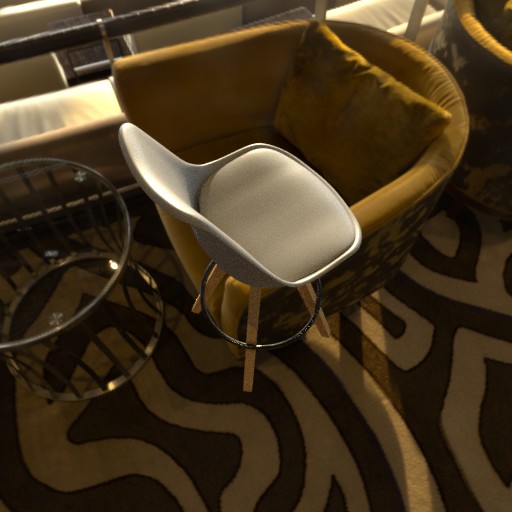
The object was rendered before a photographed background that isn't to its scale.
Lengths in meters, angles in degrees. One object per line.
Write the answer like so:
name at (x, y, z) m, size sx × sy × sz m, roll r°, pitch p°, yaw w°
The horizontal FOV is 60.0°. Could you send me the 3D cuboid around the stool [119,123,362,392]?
stool at (0.000, 0.000, 1.394) m, size 0.550 × 1.115 × 0.485 m, roll -30°, pitch 64°, yaw -17°
